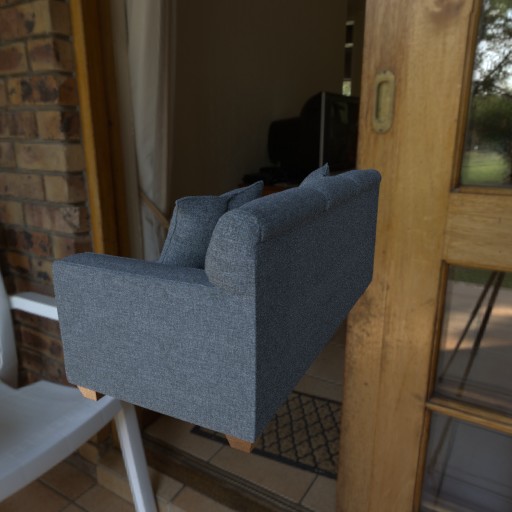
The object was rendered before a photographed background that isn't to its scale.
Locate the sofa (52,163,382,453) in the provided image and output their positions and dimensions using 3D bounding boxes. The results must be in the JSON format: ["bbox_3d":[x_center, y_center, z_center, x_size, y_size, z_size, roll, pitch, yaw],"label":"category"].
[{"bbox_3d":[0.000,0.000,2.540,0.997,0.958,2.024,7,17,25],"label":"sofa"}]
